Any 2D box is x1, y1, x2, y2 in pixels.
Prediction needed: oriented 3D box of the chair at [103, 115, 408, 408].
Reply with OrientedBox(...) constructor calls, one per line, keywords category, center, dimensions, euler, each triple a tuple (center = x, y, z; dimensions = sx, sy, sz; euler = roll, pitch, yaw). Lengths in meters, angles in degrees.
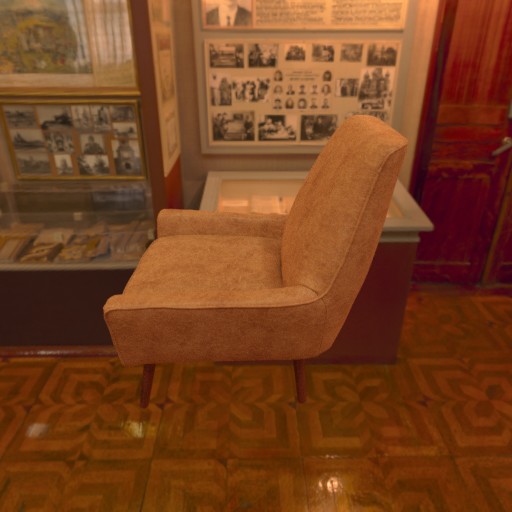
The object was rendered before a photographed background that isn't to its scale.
OrientedBox(category="chair", center=(0.000, 0.000, 1.522), dimensions=(0.851, 0.883, 0.753), euler=(1, 27, 1))
